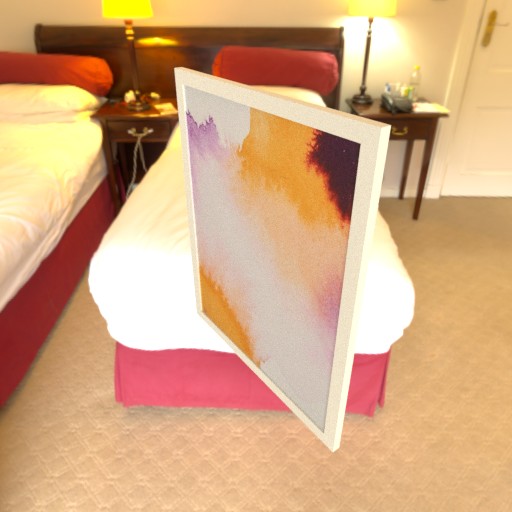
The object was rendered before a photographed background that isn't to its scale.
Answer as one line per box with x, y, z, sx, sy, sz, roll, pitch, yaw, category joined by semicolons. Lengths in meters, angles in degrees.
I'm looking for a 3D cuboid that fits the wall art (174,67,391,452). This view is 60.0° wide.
0.000;0.000;0.636;0.013;0.456;0.382;-21;38;-30;wall art
